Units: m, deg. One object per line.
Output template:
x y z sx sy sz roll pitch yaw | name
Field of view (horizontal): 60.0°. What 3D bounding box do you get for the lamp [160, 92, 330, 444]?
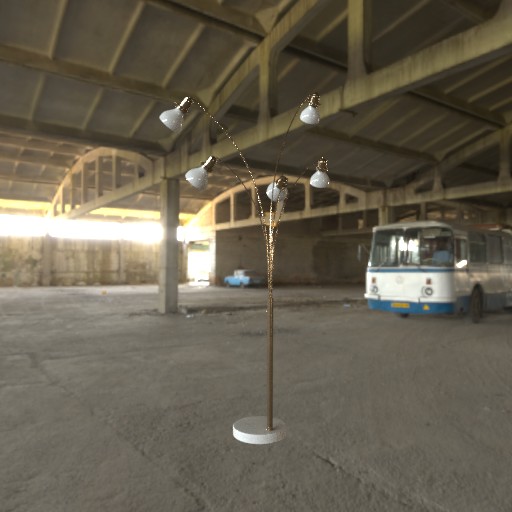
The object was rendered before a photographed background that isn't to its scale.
0.000 0.000 3.034 1.405 2.423 0.361 1 -2 -35 | lamp
